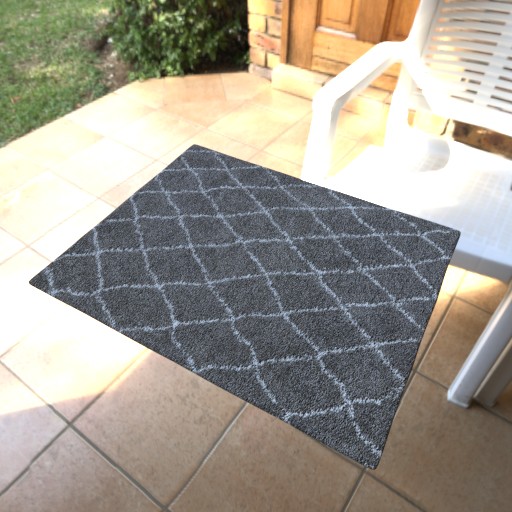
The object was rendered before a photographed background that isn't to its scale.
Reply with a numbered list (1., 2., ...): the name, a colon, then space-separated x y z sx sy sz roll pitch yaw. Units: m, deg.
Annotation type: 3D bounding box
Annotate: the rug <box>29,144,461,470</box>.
1. rug: 0.000 0.000 3.939 3.047 0.029 2.438 22 50 20
